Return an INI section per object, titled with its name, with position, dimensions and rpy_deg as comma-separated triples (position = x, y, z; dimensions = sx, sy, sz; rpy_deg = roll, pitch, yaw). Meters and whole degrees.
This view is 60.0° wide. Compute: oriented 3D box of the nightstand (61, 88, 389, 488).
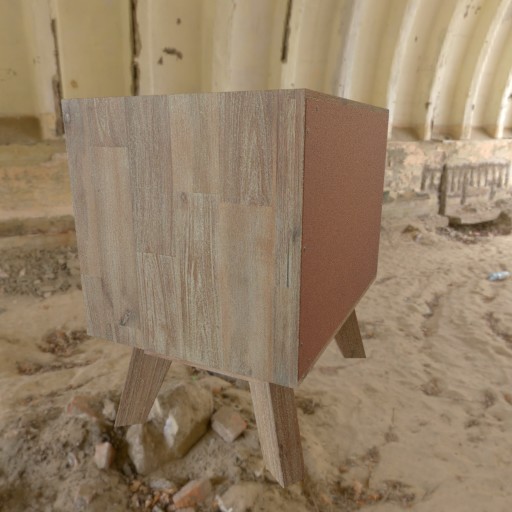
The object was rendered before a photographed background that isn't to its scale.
[nightstand]
position = 0.000, 0.000, 0.914
dimensions = 0.396, 0.589, 0.552
rpy_deg = 7, 17, 25
